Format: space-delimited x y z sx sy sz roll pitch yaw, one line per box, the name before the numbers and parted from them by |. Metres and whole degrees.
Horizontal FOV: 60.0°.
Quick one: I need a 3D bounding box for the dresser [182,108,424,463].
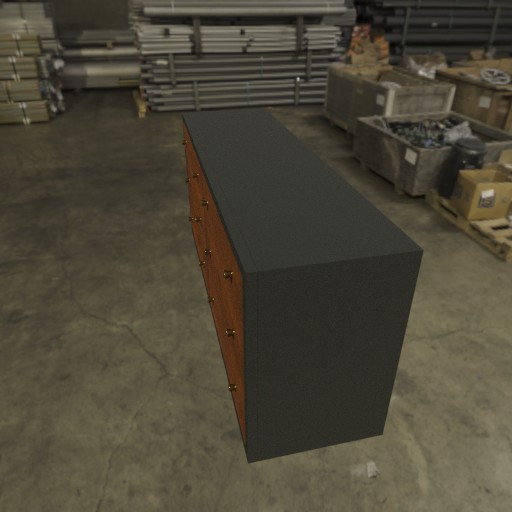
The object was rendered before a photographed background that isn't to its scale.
dresser | 0.000 0.000 1.893 0.463 0.872 1.558 -7 31 -11
